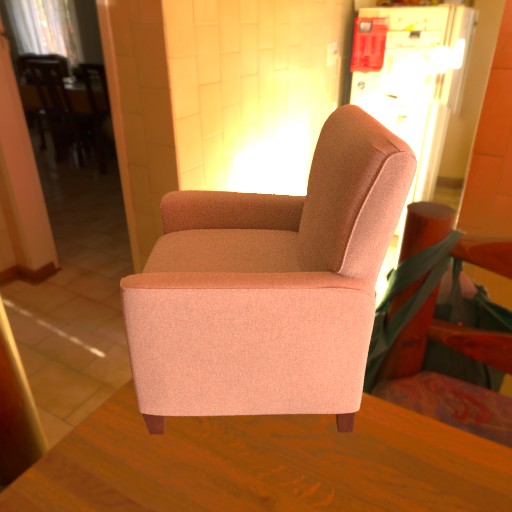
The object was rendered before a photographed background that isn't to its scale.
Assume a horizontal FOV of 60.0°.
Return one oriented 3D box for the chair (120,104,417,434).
[{"bbox_3d":[0.000,0.000,1.661,0.859,1.023,0.845,0,28,-1],"label":"chair"}]
